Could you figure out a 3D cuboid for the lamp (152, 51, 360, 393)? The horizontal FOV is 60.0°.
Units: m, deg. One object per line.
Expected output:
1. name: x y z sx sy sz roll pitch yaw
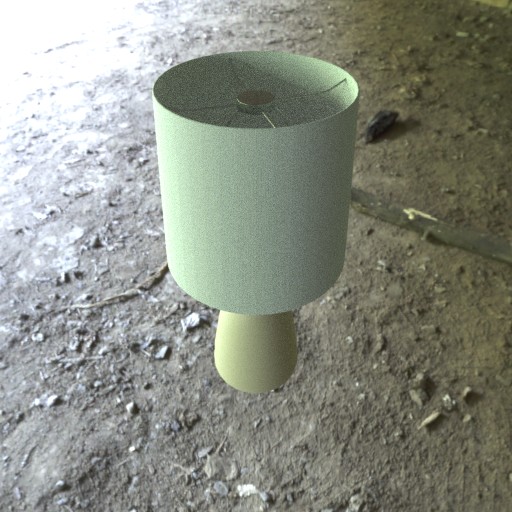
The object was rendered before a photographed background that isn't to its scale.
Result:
1. lamp: 0.000 0.000 0.477 0.186 0.369 0.186 0 42 0
